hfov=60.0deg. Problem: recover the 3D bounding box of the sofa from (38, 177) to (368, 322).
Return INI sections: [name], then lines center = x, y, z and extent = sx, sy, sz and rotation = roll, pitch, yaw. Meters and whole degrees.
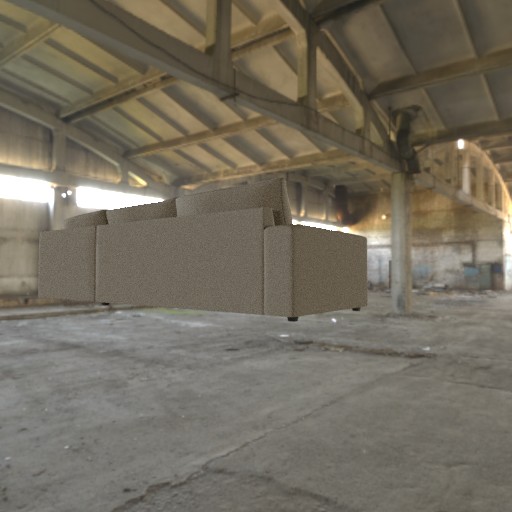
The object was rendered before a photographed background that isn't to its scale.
[sofa]
center = 0.000, 0.000, 4.781
extent = 3.066, 0.918, 3.206
rotation = -1, -2, 38
